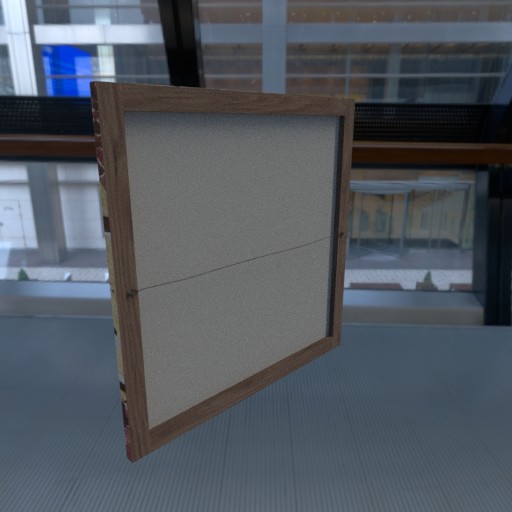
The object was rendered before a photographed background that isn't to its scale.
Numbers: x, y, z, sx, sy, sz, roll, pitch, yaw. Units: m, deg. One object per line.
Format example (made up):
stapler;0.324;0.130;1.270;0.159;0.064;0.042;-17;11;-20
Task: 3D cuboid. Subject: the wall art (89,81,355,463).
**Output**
wall art;0.000;0.000;1.097;0.757;0.762;0.028;-16;23;-42
